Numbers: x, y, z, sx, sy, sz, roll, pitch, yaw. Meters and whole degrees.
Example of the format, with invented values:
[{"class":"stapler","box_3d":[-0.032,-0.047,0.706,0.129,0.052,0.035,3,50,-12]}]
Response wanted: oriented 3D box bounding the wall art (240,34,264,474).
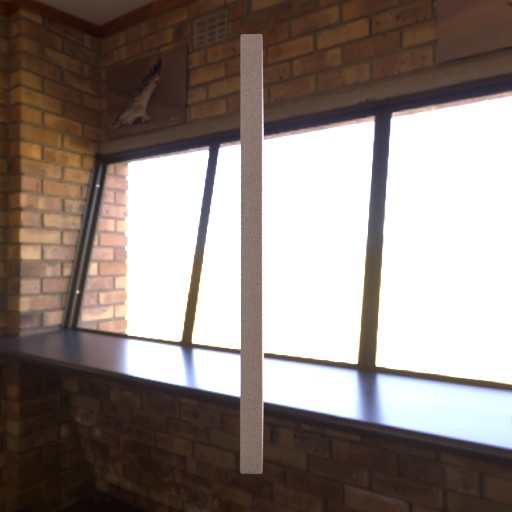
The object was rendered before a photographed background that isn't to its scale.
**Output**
[{"class":"wall art","box_3d":[0.000,0.000,1.147,0.038,0.762,0.762,0,-1,1]}]
